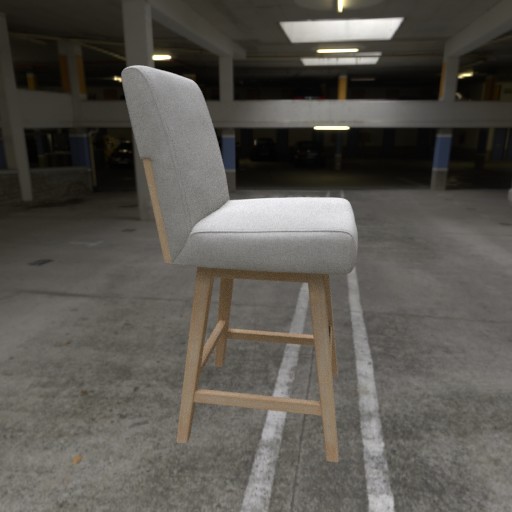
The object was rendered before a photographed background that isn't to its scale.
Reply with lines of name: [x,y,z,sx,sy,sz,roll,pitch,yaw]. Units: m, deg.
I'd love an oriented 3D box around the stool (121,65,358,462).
stool: [0.000,0.000,1.399,0.606,1.085,0.507,3,17,9]
